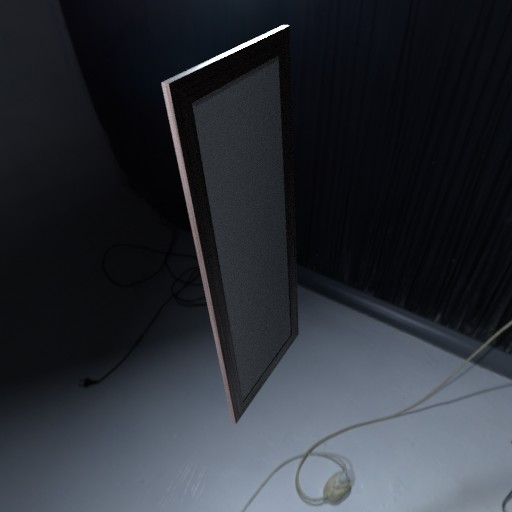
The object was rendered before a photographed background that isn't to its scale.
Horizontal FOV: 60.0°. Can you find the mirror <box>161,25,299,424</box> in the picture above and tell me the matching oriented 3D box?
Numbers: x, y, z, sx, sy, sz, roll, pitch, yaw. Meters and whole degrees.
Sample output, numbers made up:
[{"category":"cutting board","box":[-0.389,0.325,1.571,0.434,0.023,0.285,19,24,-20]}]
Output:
[{"category":"mirror","box":[0.000,0.000,2.327,0.221,2.020,0.812,22,46,23]}]
